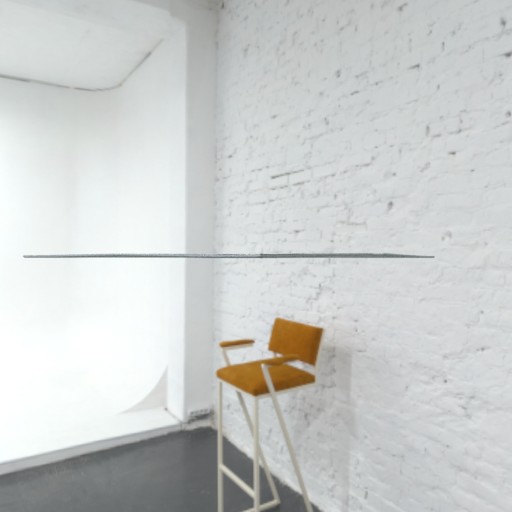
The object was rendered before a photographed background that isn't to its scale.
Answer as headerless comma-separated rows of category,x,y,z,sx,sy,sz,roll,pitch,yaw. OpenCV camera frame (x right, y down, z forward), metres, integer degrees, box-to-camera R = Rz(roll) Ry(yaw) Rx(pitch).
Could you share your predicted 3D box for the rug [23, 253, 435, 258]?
rug,0.000,0.000,4.263,2.461,0.046,3.237,0,0,37
